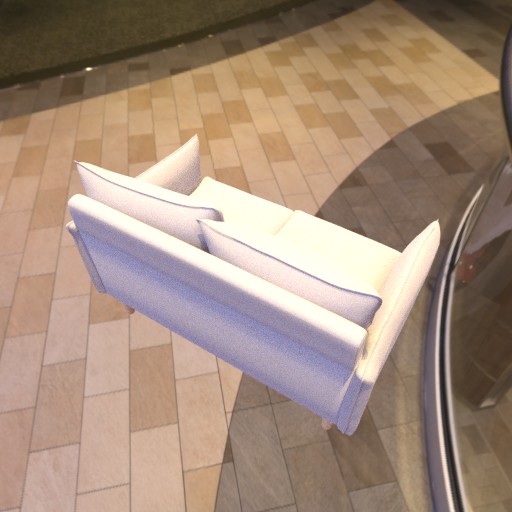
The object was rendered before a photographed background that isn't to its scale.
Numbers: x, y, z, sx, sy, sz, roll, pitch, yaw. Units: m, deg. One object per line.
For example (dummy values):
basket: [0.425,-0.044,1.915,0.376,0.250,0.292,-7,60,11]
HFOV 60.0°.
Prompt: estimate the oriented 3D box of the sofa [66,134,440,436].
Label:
sofa: [0.000,0.000,1.873,1.300,0.840,0.820,24,50,22]
